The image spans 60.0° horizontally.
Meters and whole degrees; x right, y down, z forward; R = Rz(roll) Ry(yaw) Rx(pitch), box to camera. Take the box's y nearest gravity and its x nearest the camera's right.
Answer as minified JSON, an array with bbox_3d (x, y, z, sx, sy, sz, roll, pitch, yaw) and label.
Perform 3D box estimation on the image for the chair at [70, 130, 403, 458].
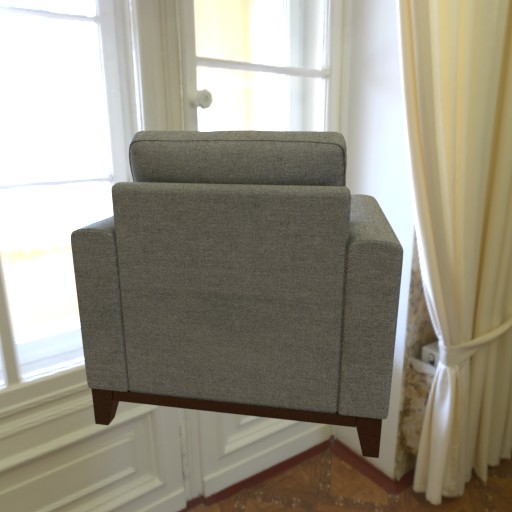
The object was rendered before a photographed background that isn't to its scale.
[{"bbox_3d":[0.000,0.000,1.853,1.024,1.010,1.038,3,16,10],"label":"chair"}]
